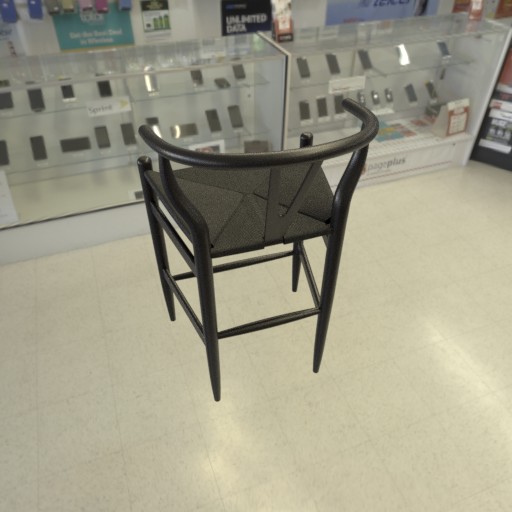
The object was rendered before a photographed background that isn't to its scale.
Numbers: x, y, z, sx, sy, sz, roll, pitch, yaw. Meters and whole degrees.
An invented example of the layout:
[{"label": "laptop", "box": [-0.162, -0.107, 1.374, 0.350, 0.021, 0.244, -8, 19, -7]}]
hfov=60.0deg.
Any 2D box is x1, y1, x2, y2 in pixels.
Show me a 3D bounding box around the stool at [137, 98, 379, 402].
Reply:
[{"label": "stool", "box": [0.000, 0.000, 1.338, 0.569, 0.970, 0.579, -12, 42, -14]}]
